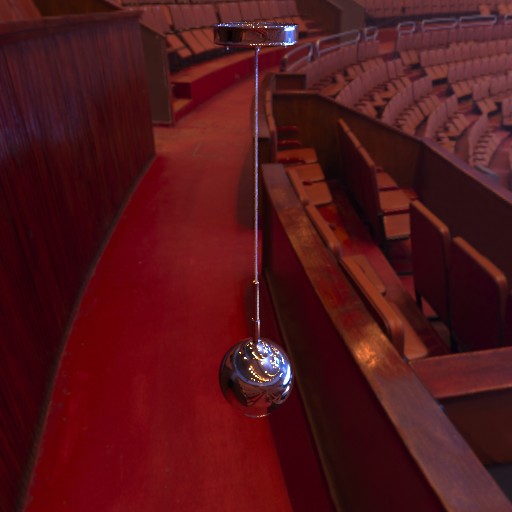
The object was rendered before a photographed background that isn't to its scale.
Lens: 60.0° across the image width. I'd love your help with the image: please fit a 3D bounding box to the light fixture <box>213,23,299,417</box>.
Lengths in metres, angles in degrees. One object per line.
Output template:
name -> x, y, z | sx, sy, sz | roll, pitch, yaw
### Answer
light fixture -> 0.000, 0.000, 1.659 | 0.336, 1.538, 0.336 | -9, 32, -15
